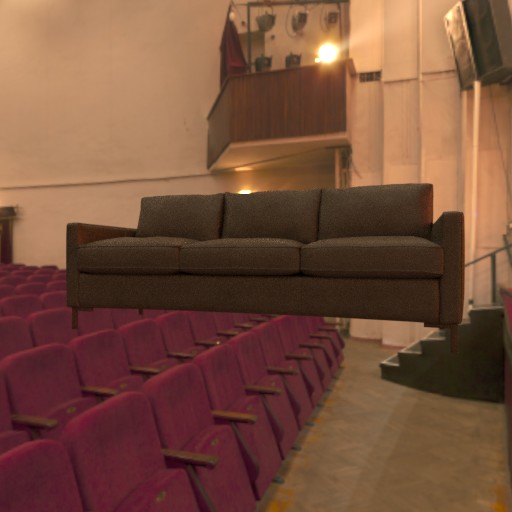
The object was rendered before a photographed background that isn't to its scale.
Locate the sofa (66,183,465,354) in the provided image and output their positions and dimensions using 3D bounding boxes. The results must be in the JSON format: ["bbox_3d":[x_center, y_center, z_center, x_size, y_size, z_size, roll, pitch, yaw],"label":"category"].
[{"bbox_3d":[0.000,0.000,2.419,2.029,0.805,0.748,0,0,19],"label":"sofa"}]
